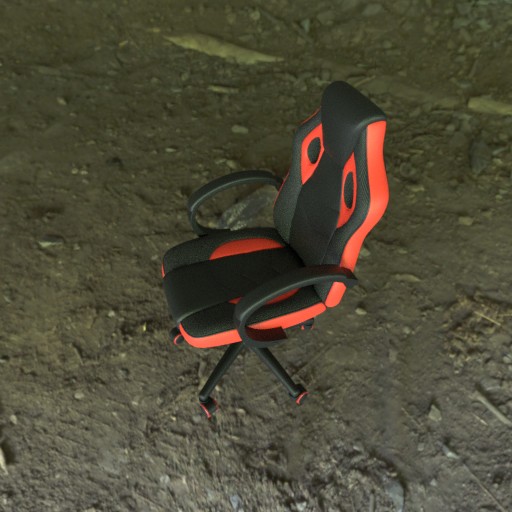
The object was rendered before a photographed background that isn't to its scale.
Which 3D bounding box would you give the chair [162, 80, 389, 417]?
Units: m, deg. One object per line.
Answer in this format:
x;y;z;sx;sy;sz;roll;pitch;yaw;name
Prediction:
0.000;0.000;1.444;0.642;1.016;0.600;-15;46;-15;chair
